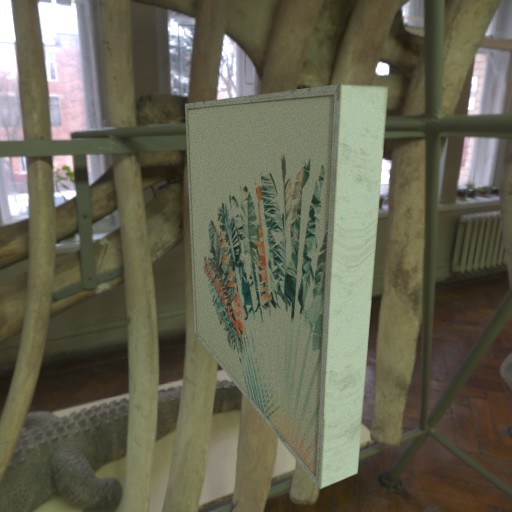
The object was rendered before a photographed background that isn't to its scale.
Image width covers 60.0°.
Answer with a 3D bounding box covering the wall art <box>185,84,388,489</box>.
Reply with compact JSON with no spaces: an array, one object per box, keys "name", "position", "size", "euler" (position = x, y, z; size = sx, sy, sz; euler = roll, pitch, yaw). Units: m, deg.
[{"name":"wall art","position":[0.000,0.000,0.450],"size":[0.038,0.303,0.305],"euler":[-8,18,-25]}]
